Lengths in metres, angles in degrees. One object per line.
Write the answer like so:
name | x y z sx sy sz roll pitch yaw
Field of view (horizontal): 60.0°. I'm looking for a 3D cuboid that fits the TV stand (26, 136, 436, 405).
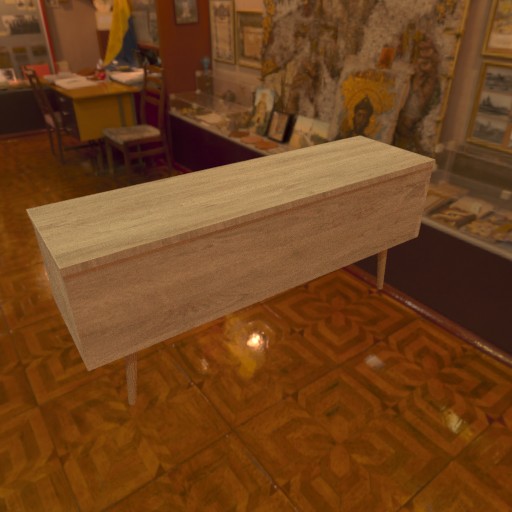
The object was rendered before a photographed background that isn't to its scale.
TV stand | 0.000 0.000 1.577 1.313 0.565 0.401 -19 36 -29
